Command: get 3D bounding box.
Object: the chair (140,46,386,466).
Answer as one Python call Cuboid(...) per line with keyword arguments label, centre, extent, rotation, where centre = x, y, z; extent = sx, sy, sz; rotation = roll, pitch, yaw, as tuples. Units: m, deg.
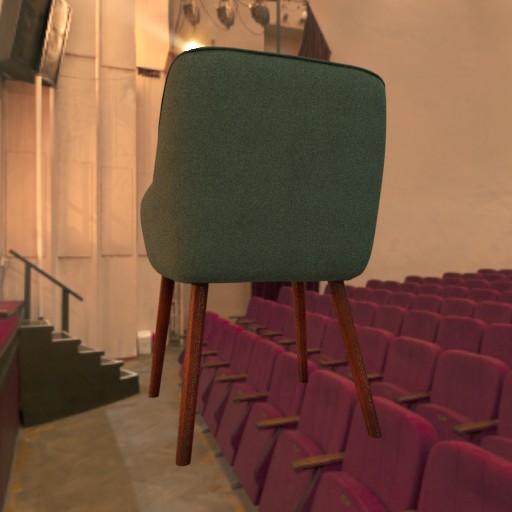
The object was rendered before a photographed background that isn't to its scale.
Cuboid(label="chair", centre=(0.000, 0.000, 1.120), extent=(0.543, 0.803, 0.519), rotation=(0, 0, -18))
